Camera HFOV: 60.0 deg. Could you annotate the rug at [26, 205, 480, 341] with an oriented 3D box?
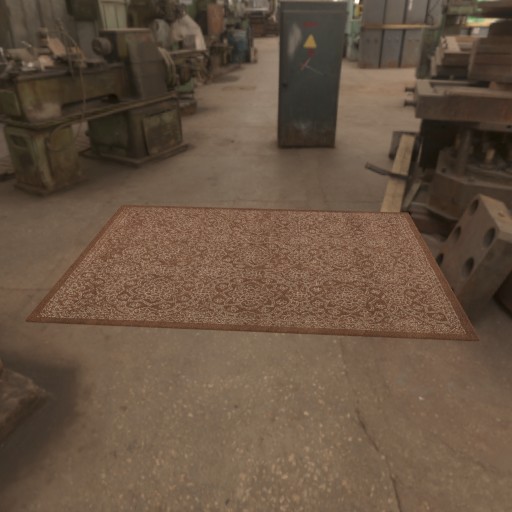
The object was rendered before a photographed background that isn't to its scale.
[{"bbox_3d":[0.000,0.000,2.301,1.829,0.010,1.219,2,30,3],"label":"rug"}]
